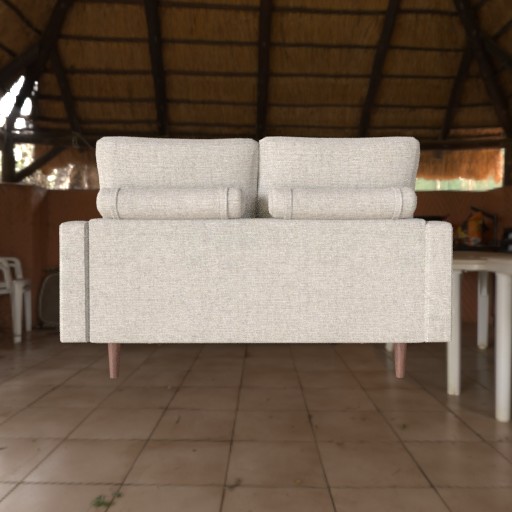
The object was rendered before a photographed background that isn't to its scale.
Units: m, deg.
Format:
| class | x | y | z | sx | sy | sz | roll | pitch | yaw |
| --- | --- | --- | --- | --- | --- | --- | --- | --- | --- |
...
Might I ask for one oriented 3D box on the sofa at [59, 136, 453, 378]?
| class | x | y | z | sx | sy | sz | roll | pitch | yaw |
| --- | --- | --- | --- | --- | --- | --- | --- | --- | --- |
| sofa | 0.000 | 0.000 | 1.955 | 1.407 | 0.907 | 0.842 | 0 | 1 | 0 |
